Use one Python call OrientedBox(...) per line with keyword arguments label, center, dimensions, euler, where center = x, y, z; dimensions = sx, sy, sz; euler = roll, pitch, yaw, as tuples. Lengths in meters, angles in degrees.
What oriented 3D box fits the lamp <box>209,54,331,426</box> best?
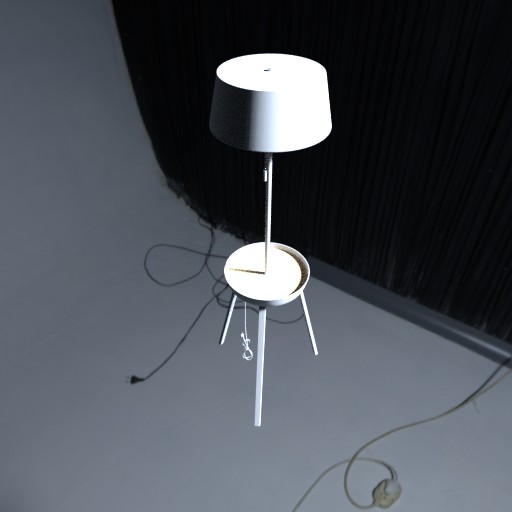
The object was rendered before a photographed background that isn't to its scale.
OrientedBox(label="lamp", center=(0.000, 0.000, 1.710), dimensions=(0.468, 1.429, 0.508), euler=(26, 47, 27))
